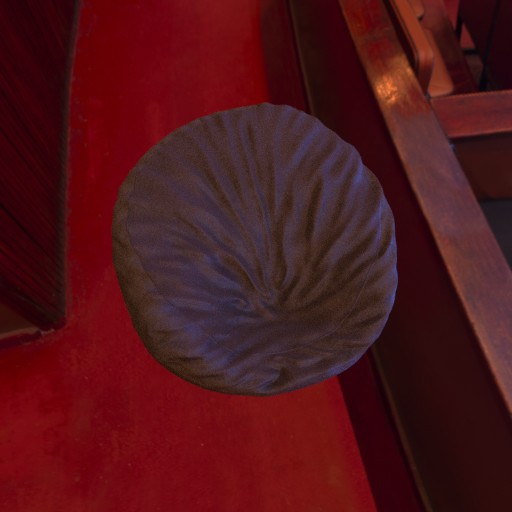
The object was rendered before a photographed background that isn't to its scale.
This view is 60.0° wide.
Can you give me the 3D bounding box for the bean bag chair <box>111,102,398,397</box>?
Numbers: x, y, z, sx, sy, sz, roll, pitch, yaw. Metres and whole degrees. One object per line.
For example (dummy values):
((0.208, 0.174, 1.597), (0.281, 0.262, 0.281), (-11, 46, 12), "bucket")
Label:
((0.000, 0.000, 2.051), (1.245, 0.821, 1.245), (0, 64, 0), "bean bag chair")
